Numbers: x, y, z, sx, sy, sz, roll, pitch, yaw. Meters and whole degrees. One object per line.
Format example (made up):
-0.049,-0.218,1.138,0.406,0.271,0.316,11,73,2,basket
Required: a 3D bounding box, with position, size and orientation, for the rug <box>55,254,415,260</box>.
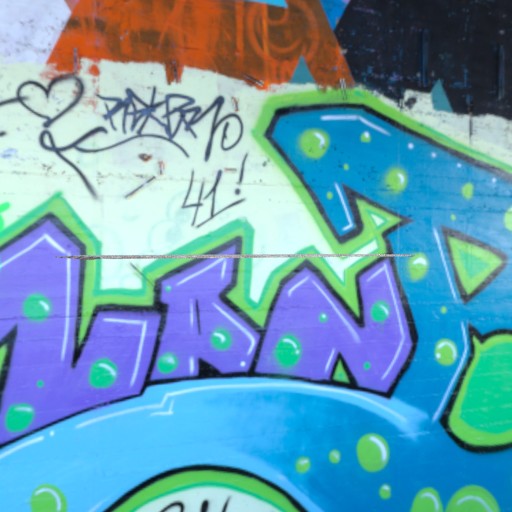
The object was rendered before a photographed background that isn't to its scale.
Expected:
0.000,0.000,2.856,2.378,0.018,1.324,0,1,-17,rug
